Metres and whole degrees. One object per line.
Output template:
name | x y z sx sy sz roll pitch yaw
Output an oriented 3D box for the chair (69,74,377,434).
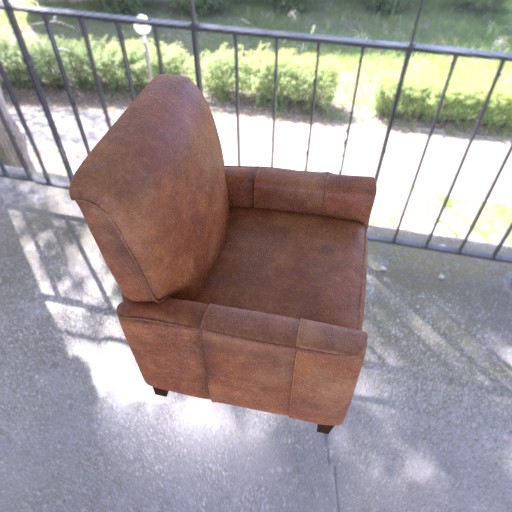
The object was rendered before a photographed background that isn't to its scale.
chair | 0.000 0.000 1.614 0.836 1.043 0.843 9 48 9
